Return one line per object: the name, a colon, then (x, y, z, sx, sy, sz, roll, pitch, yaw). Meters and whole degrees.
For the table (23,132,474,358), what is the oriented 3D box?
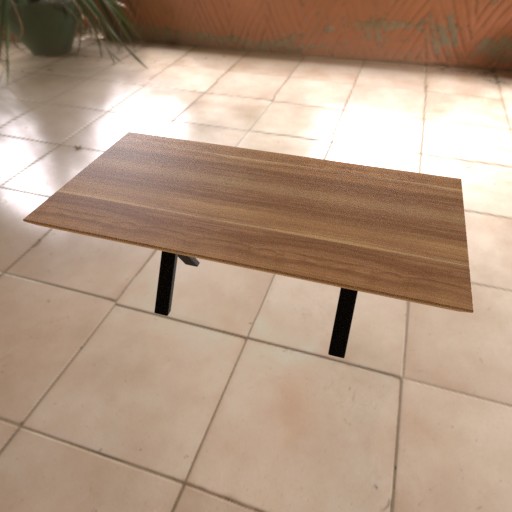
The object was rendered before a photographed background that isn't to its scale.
table: (0.000, 0.000, 2.485, 2.000, 0.770, 1.000, 11, 42, 13)
